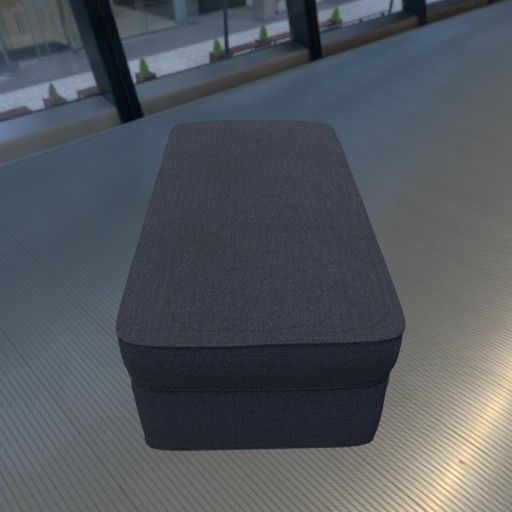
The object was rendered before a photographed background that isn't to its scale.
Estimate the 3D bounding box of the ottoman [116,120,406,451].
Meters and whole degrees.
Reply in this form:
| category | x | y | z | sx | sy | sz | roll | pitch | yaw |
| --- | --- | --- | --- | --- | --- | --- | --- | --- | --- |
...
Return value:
| category | x | y | z | sx | sy | sz | roll | pitch | yaw |
| --- | --- | --- | --- | --- | --- | --- | --- | --- | --- |
| ottoman | 0.000 | 0.000 | 1.172 | 0.505 | 0.453 | 0.895 | -1 | 40 | -1 |
